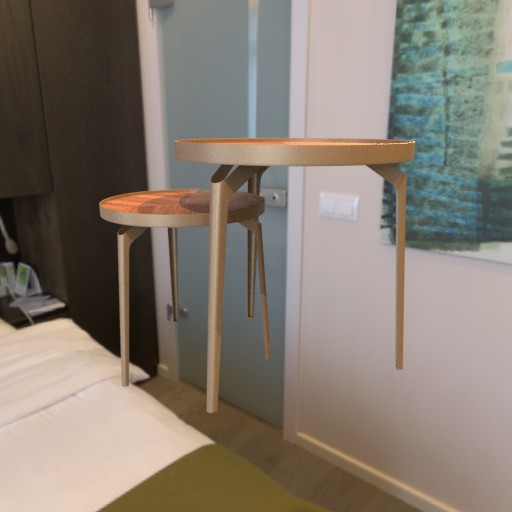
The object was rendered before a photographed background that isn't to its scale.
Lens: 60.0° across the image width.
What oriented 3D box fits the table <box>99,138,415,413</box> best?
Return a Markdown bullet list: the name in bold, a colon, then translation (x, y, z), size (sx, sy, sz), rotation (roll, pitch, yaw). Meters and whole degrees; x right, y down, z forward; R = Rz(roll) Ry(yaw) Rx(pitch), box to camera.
- **table**: translation (0.000, 0.000, 1.099), size (0.751, 0.555, 0.532), rotation (3, 16, 9)
